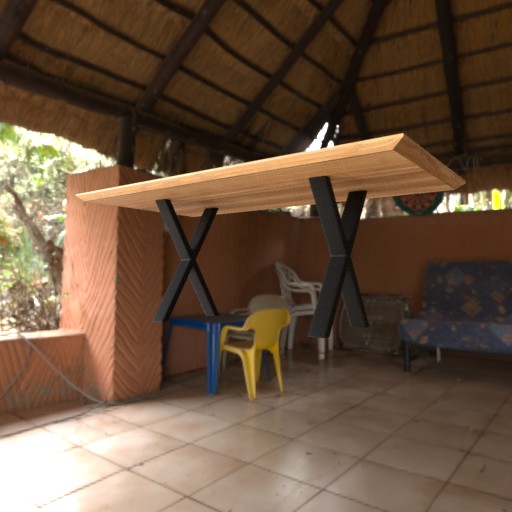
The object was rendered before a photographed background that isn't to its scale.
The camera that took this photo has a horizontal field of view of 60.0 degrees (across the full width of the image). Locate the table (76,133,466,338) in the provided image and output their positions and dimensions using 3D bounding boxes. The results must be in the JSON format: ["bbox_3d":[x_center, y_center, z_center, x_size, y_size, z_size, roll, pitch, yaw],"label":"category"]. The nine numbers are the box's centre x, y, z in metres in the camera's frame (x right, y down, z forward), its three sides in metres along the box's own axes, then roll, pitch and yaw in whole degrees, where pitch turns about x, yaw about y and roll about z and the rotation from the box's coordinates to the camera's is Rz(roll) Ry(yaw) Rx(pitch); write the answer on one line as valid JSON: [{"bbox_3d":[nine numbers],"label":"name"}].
[{"bbox_3d":[0.000,0.000,2.503,2.000,0.770,1.000,-2,-3,36],"label":"table"}]
